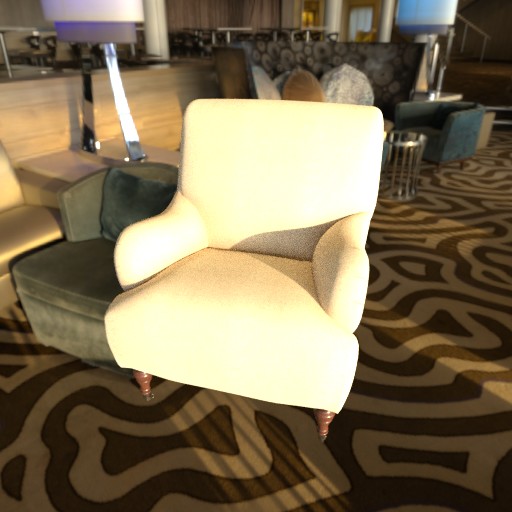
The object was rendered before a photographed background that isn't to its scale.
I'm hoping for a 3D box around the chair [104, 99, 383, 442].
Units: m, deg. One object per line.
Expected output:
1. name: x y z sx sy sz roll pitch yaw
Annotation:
1. chair: 0.000 0.000 1.535 0.766 0.944 0.842 8 28 14
